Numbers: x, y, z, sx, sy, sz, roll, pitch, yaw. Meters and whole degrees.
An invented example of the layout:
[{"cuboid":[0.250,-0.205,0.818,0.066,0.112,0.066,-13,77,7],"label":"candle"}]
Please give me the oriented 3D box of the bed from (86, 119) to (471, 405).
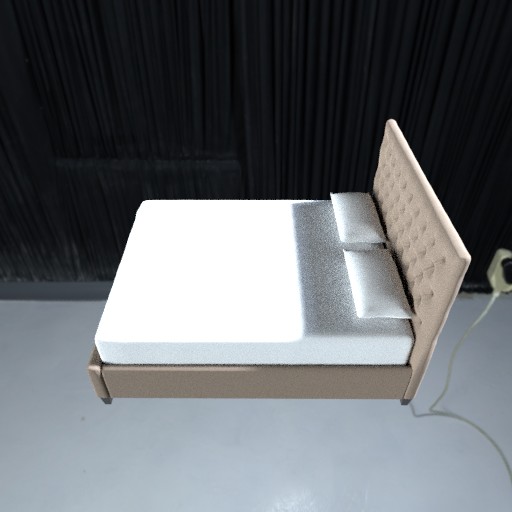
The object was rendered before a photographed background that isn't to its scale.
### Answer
[{"cuboid":[0.000,0.000,3.337,2.233,1.426,1.696,0,41,0],"label":"bed"}]
